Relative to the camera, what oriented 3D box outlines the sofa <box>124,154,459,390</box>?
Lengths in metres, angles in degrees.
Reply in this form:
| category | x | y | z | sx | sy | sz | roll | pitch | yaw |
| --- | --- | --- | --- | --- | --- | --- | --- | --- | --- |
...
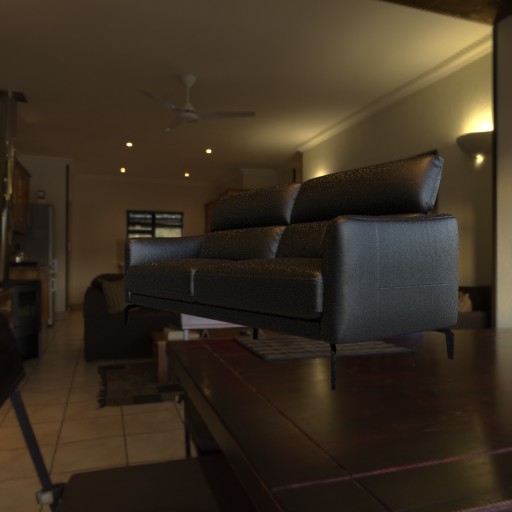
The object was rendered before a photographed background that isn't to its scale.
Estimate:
| category | x | y | z | sx | sy | sz | roll | pitch | yaw |
| --- | --- | --- | --- | --- | --- | --- | --- | --- | --- |
| sofa | 0.000 | 0.000 | 2.552 | 0.856 | 0.957 | 2.069 | 0 | -1 | -38 |
